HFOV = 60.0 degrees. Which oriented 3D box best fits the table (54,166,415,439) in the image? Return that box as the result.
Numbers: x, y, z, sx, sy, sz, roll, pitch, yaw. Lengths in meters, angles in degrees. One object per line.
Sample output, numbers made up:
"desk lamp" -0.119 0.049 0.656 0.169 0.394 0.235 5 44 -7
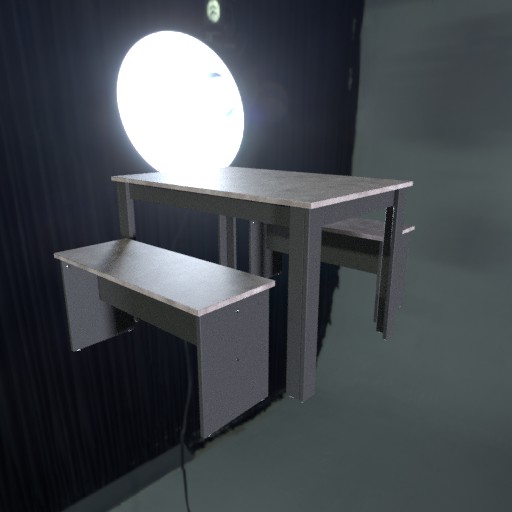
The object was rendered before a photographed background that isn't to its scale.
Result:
"table" 0.000 0.000 2.023 1.100 0.700 1.443 14 21 40
